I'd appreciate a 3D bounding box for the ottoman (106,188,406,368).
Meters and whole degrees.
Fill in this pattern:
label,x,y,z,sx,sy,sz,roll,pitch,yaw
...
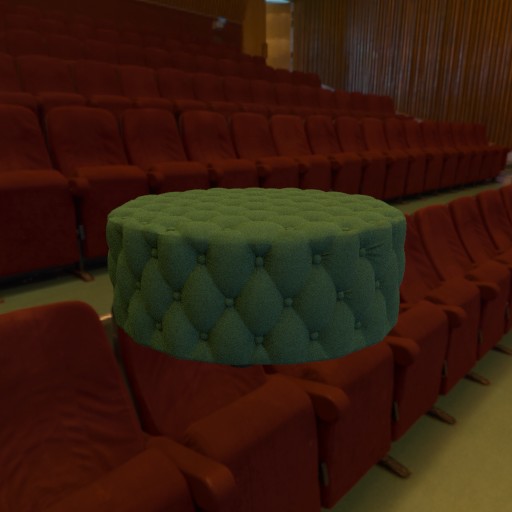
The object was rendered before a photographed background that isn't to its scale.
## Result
label,x,y,z,sx,sy,sz,roll,pitch,yaw
ottoman,0.000,0.000,1.560,0.998,0.399,0.998,0,15,0
